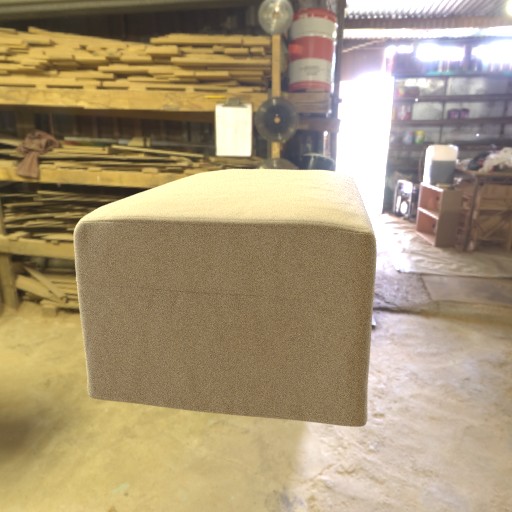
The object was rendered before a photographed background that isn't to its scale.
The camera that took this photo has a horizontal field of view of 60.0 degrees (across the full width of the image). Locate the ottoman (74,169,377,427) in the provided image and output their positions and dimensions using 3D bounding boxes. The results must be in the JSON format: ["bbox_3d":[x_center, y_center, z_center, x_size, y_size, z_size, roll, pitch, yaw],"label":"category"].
[{"bbox_3d":[0.000,0.000,1.215,0.590,0.444,0.872,3,16,9],"label":"ottoman"}]
